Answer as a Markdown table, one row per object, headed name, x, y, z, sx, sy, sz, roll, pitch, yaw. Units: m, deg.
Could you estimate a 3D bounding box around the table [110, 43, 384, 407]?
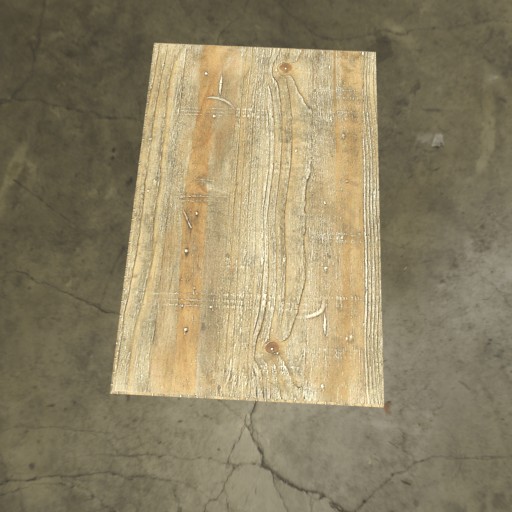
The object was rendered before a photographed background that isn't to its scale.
| name | x | y | z | sx | sy | sz | roll | pitch | yaw |
| --- | --- | --- | --- | --- | --- | --- | --- | --- | --- |
| table | 0.000 | 0.000 | 1.146 | 0.457 | 0.711 | 0.686 | 3 | 75 | 1 |
